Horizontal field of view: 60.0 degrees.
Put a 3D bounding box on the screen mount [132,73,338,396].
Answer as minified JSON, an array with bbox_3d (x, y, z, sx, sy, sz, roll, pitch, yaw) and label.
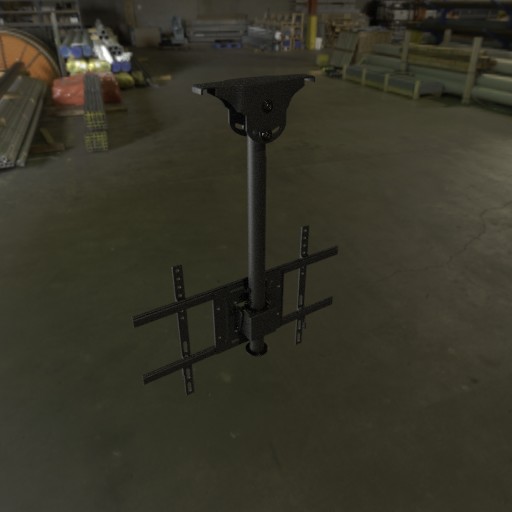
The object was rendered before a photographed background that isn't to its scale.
[{"bbox_3d":[0.000,0.000,1.037,0.595,0.775,0.090,-18,35,-28],"label":"screen mount"}]
